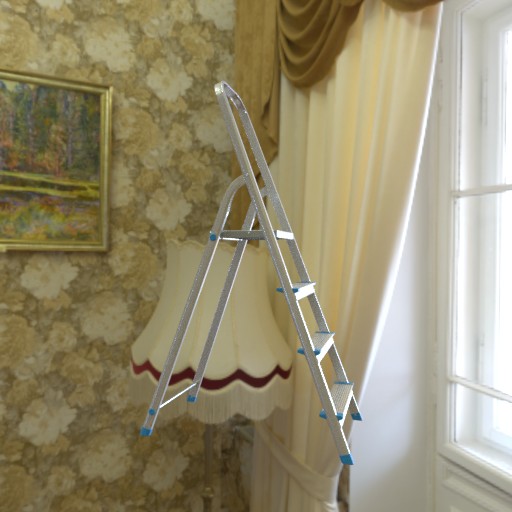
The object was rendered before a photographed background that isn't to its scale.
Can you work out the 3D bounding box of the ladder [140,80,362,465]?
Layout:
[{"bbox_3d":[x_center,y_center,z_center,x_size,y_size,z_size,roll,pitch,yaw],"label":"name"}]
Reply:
[{"bbox_3d":[0.000,0.000,1.855,0.842,1.434,0.445,0,1,17],"label":"ladder"}]
